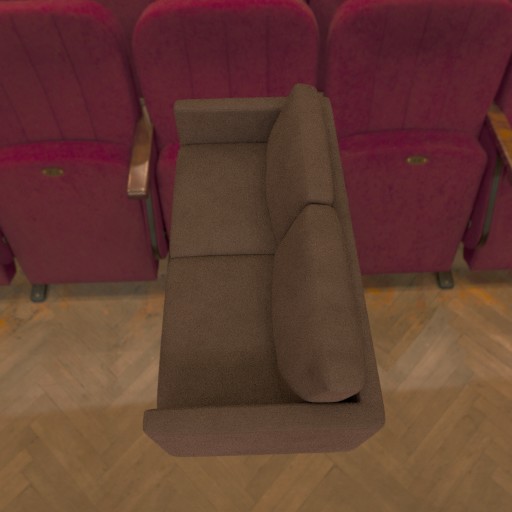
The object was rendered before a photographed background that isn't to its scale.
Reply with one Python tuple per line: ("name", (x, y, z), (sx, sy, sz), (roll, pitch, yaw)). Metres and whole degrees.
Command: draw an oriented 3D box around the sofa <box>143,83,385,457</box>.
("sofa", (0.000, 0.000, 2.368), (0.950, 0.963, 1.884), (-1, 59, -1))
